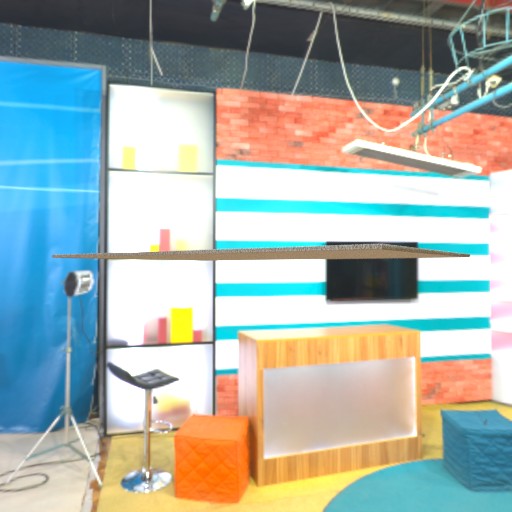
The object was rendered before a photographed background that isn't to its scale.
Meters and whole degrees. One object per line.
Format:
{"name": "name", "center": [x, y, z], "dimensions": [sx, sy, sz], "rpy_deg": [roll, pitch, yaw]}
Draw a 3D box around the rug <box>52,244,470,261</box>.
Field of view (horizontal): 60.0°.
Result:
{"name": "rug", "center": [0.000, 0.000, 3.433], "dimensions": [2.699, 0.025, 1.800], "rpy_deg": [-1, -2, 37]}
